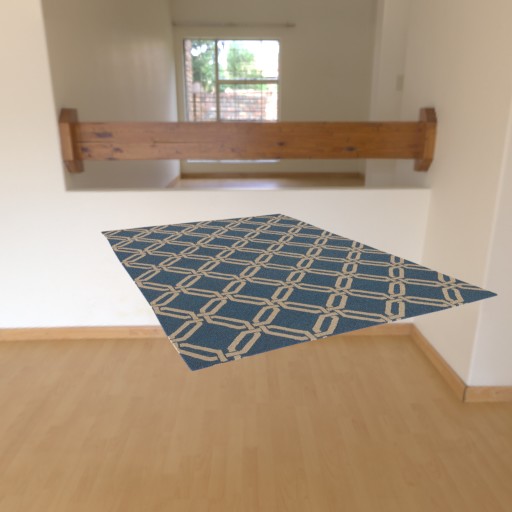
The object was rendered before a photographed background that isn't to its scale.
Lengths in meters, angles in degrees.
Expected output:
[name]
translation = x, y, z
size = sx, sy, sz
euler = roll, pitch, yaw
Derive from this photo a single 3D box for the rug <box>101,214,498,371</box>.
[rug]
translation = 0.000, 0.000, 2.681
size = 1.524, 0.013, 2.135
euler = -8, 19, -25
